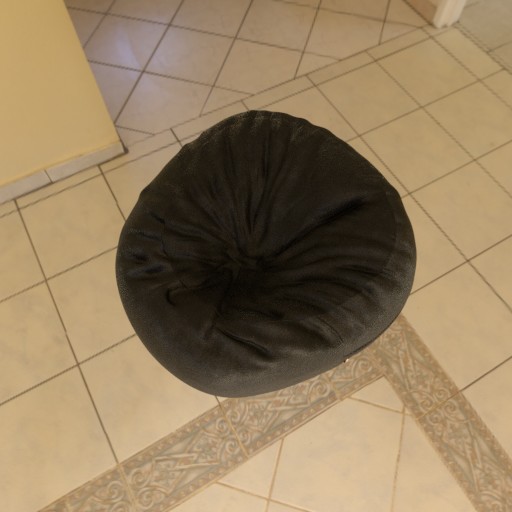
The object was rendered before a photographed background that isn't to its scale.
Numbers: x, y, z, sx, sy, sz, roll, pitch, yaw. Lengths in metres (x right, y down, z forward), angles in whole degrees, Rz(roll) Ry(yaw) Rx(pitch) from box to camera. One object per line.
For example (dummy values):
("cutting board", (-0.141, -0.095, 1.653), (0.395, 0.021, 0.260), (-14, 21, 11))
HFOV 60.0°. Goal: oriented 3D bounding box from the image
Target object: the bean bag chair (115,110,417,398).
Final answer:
("bean bag chair", (0.000, 0.000, 2.477), (1.524, 0.878, 1.524), (-36, 68, -17))
